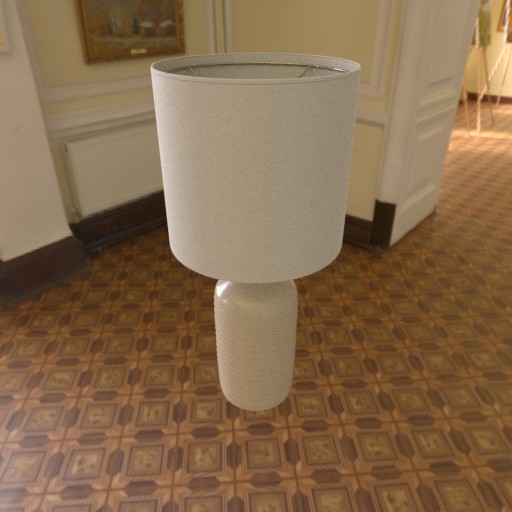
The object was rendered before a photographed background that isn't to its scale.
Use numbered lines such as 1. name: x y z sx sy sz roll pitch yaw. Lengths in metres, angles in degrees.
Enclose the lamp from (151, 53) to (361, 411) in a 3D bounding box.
1. lamp: 0.000 0.000 0.592 0.220 0.475 0.220 -20 36 -31
